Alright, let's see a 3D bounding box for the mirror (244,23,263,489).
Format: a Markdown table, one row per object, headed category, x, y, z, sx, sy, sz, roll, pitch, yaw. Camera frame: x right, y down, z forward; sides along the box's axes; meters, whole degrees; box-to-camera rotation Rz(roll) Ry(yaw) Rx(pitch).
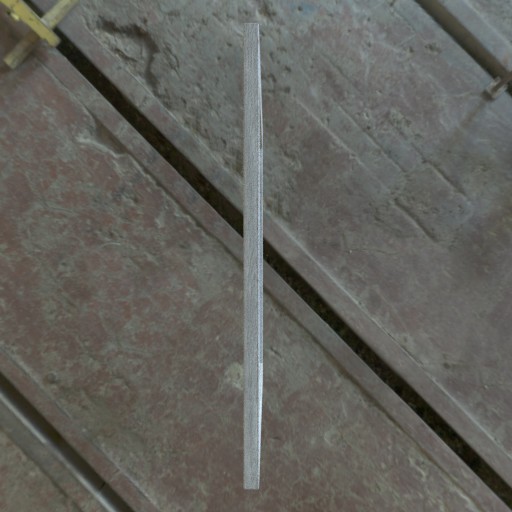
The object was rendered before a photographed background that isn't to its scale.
| category | x | y | z | sx | sy | sz | roll | pitch | yaw |
| --- | --- | --- | --- | --- | --- | --- | --- | --- | --- |
| mirror | 0.000 | 0.000 | 1.139 | 0.028 | 0.689 | 0.839 | 0 | 90 | 1 |
